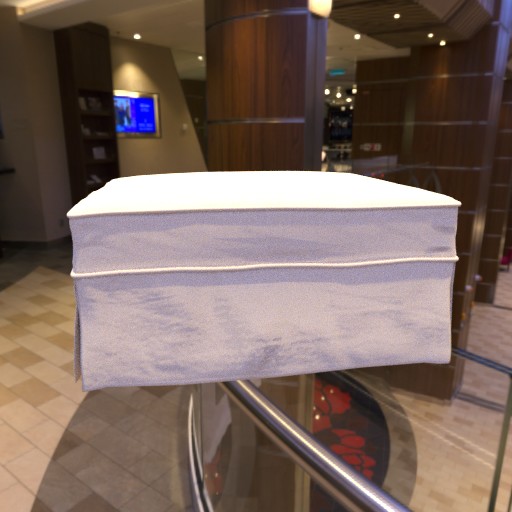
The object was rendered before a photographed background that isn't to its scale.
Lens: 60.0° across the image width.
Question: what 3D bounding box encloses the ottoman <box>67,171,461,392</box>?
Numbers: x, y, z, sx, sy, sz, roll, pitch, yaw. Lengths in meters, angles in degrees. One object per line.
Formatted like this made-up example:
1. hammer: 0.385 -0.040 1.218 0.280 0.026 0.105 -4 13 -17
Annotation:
1. ottoman: 0.000 0.000 1.323 0.944 0.479 0.703 -2 15 -9
